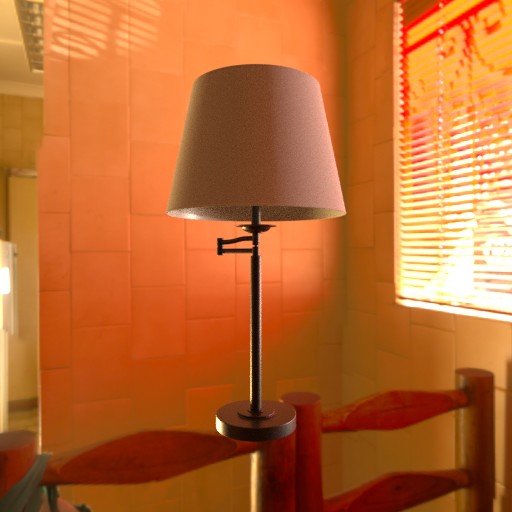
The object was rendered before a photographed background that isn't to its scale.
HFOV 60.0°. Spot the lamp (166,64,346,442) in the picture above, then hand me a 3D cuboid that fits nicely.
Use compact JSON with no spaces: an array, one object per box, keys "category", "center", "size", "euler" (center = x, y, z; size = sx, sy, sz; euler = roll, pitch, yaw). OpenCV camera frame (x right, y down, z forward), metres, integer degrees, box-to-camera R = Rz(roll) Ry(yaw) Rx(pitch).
[{"category":"lamp","center":[0.000,0.000,0.909],"size":[0.363,0.696,0.363],"euler":[0,0,0]}]
